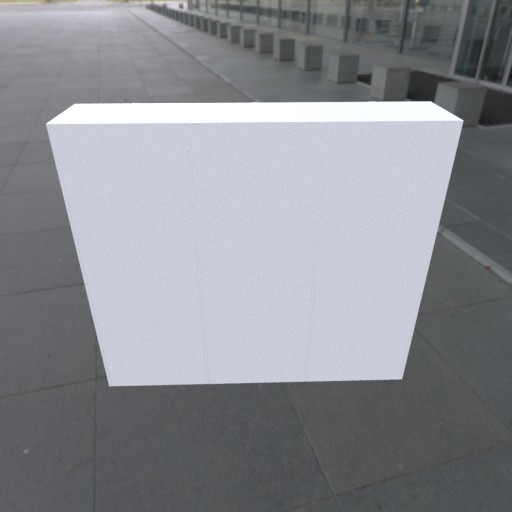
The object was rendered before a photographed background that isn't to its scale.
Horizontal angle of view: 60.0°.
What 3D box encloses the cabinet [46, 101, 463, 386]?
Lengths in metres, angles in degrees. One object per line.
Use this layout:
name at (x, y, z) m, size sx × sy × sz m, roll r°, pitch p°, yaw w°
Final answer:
cabinet at (0.000, 0.000, 3.726) m, size 2.700 × 2.370 × 0.590 m, roll -1°, pitch 31°, yaw -2°
